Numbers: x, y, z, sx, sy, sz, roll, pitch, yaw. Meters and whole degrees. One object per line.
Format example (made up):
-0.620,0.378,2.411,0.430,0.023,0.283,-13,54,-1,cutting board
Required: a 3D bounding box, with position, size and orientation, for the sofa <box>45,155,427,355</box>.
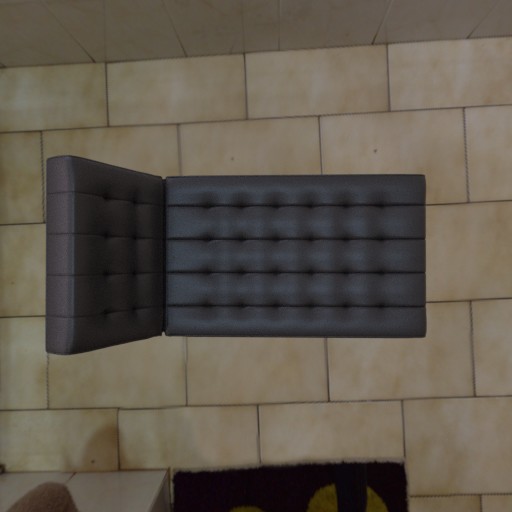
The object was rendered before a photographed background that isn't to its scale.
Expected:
0.000,0.000,1.992,1.560,0.820,0.760,0,89,2,sofa
